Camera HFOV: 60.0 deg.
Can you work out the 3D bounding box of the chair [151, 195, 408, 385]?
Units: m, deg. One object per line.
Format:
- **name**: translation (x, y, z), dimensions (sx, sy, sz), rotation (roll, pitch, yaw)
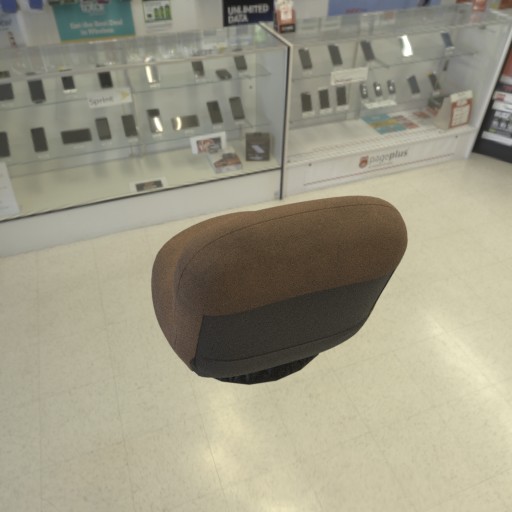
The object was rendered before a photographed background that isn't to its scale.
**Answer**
- **chair**: translation (0.000, 0.000, 1.067), dimensions (0.521, 0.594, 0.597), rotation (-12, 43, -13)
